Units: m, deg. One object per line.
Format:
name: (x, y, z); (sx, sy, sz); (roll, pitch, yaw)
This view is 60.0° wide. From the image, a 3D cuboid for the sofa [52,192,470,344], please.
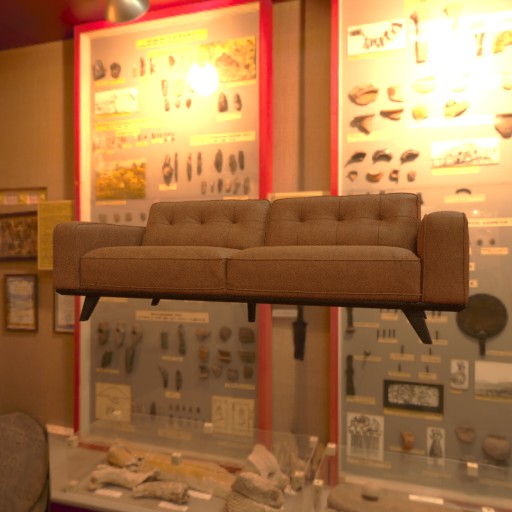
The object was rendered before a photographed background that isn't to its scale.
sofa: (0.000, 0.000, 2.696); (2.270, 0.780, 0.953); (0, 1, 19)
